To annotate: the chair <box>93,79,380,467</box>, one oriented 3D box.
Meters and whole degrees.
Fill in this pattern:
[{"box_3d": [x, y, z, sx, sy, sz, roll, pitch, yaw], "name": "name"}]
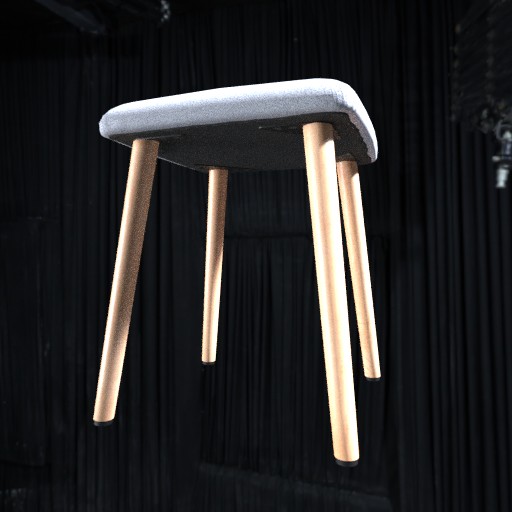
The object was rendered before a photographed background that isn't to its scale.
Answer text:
[{"box_3d": [0.000, 0.000, 0.680, 0.350, 0.440, 0.350, 0, 1, 20], "name": "chair"}]
